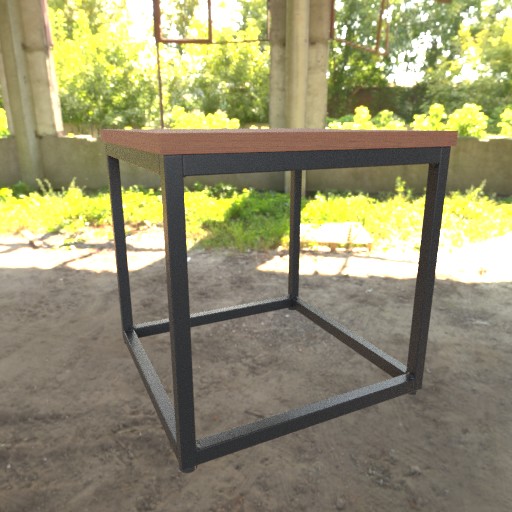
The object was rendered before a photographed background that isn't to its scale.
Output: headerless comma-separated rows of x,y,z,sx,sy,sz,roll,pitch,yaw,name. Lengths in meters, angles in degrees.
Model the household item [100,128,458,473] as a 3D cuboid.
0.000,0.000,0.731,0.400,0.400,0.400,-8,18,-25,household item
